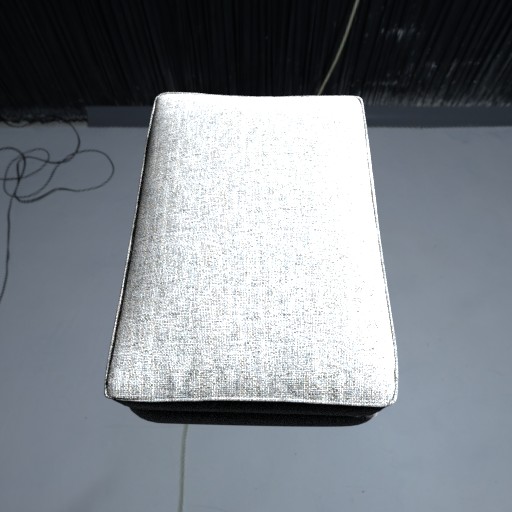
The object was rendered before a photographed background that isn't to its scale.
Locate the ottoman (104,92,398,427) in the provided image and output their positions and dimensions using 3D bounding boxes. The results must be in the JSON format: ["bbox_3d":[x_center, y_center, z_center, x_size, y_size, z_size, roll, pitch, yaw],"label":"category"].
[{"bbox_3d":[0.000,0.000,0.966,0.508,0.406,0.686,1,62,1],"label":"ottoman"}]
